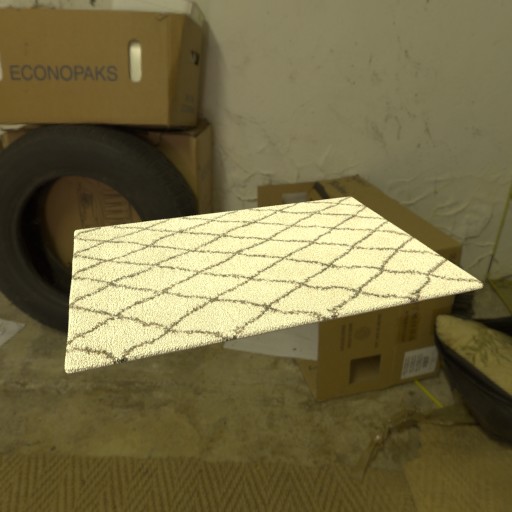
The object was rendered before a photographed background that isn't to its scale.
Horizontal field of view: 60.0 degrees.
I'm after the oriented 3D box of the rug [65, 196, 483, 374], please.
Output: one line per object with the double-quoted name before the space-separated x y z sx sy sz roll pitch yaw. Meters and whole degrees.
"rug" 0.000 0.000 2.269 1.778 0.030 1.219 -9 29 -16
